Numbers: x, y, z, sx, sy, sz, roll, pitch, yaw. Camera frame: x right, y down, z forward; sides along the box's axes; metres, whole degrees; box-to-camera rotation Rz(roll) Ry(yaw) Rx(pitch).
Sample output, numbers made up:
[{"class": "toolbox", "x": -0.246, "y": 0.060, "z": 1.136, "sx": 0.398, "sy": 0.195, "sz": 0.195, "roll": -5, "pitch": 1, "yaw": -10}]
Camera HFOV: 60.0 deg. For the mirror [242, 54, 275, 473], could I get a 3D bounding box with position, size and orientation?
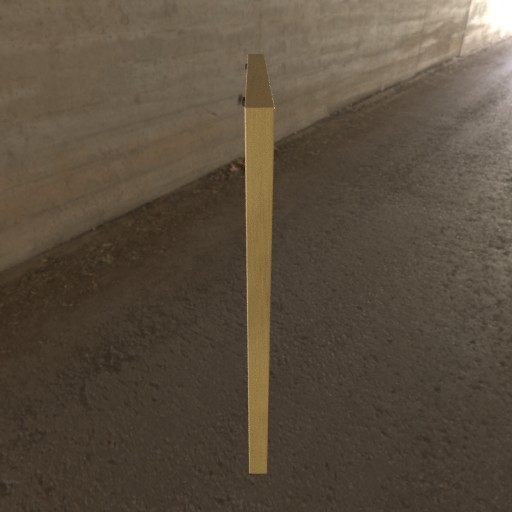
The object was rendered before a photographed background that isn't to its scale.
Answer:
[{"class": "mirror", "x": 0.000, "y": 0.000, "z": 0.920, "sx": 0.040, "sy": 0.710, "sz": 0.507, "roll": 0, "pitch": 31, "yaw": 0}]
